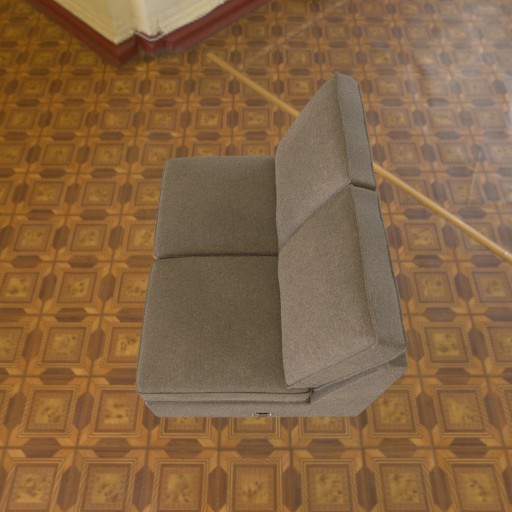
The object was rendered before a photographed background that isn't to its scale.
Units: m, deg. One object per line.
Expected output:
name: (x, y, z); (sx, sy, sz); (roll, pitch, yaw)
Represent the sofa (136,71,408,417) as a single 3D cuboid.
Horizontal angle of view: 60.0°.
sofa: (0.000, 0.000, 1.974); (0.951, 1.008, 1.237); (0, 60, 0)
